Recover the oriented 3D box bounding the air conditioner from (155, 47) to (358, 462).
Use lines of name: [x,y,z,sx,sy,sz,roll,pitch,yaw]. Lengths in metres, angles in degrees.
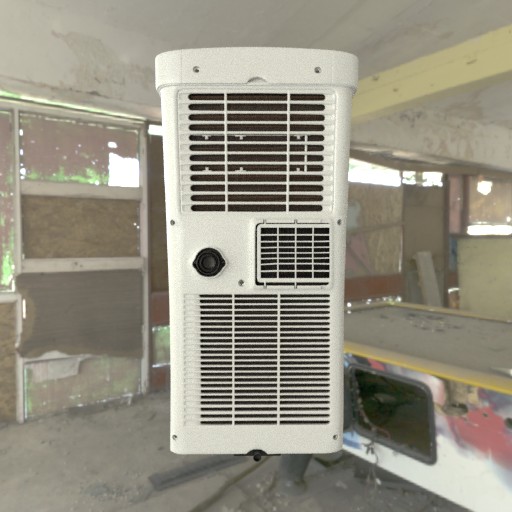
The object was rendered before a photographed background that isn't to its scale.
air conditioner: [0.000,0.000,0.927,0.352,0.716,0.369,0,2,-1]
